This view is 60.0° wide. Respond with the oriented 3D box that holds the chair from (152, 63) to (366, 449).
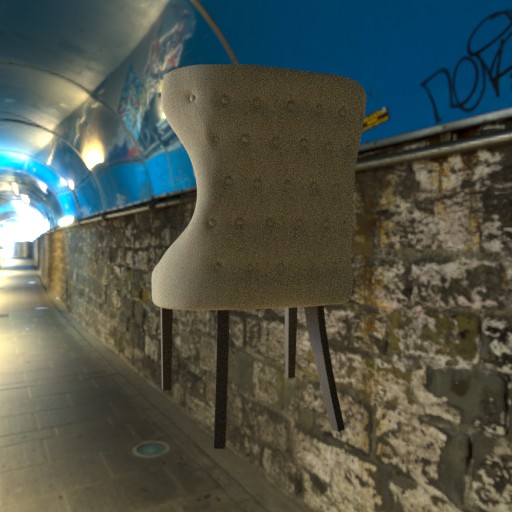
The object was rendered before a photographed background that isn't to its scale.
[{"bbox_3d":[0.000,0.000,1.391,0.628,0.967,0.635,0,1,-18],"label":"chair"}]
